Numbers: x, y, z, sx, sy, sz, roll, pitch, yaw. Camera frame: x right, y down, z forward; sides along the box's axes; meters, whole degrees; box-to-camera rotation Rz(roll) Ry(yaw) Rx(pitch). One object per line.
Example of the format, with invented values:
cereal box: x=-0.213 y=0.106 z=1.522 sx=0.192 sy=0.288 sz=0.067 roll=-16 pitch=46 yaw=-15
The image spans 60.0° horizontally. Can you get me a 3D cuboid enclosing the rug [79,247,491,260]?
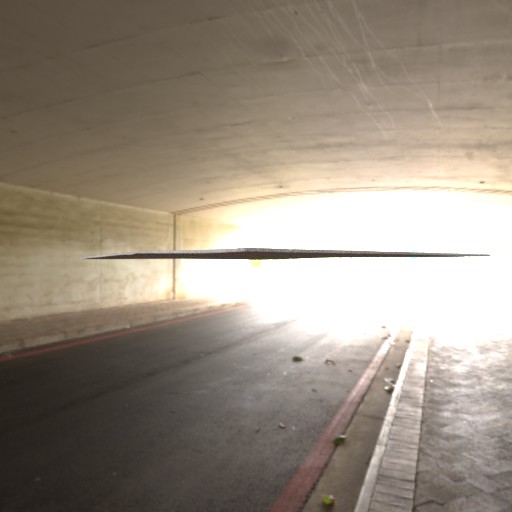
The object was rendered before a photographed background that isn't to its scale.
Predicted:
rug: x=0.000 y=0.000 z=4.952 sx=2.873 sy=0.053 sz=3.778 roll=1 pitch=-1 yaw=-36
